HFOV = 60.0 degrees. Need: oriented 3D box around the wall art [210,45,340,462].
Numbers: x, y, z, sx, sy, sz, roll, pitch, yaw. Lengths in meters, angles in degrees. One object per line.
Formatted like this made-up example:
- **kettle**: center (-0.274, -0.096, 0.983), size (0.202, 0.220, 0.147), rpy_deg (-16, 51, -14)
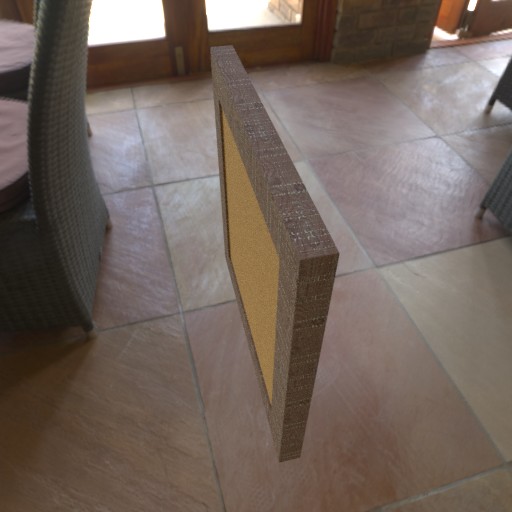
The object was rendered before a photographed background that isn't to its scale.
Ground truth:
- **wall art**: center (0.000, 0.000, 0.793), size (0.040, 0.531, 0.531), rpy_deg (-10, 47, -9)
